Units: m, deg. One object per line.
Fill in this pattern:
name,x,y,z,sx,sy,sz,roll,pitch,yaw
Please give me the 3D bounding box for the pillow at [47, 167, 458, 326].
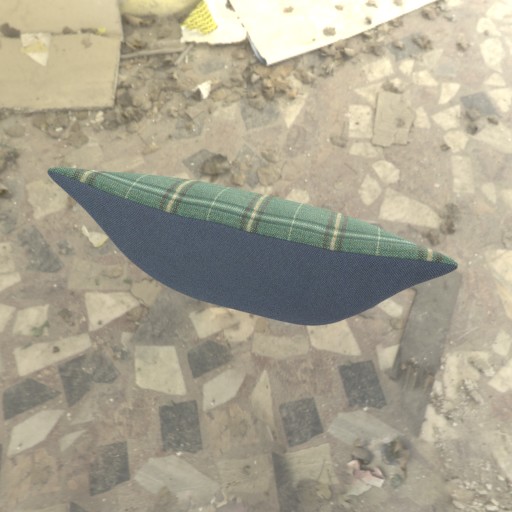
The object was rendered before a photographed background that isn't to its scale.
pillow,0.000,0.000,0.685,0.453,0.430,0.200,14,65,6
